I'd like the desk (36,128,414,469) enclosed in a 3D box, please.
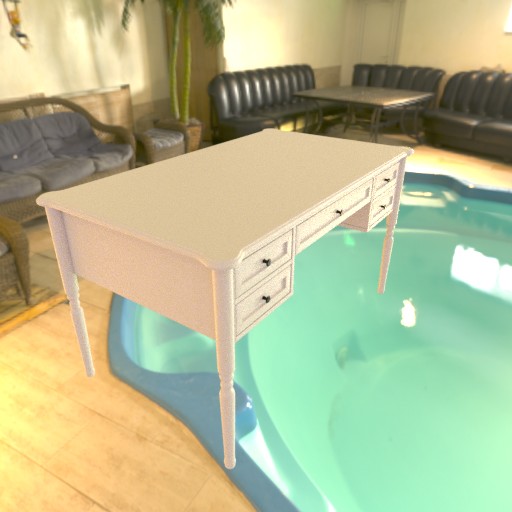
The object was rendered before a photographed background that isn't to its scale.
[{"bbox_3d":[0.000,0.000,1.881,0.807,0.762,1.380,18,32,31],"label":"desk"}]
